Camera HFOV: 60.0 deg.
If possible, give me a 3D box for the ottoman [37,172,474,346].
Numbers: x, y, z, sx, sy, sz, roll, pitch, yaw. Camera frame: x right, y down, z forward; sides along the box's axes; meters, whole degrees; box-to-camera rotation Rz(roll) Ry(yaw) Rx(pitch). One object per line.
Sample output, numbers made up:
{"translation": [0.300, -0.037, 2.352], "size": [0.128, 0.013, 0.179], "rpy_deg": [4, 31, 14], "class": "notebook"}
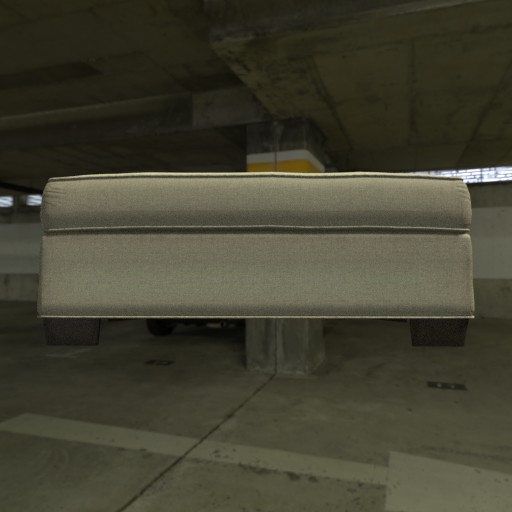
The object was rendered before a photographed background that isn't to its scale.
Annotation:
{"translation": [0.000, 0.000, 1.402], "size": [1.097, 0.461, 0.617], "rpy_deg": [0, -1, 1], "class": "ottoman"}
